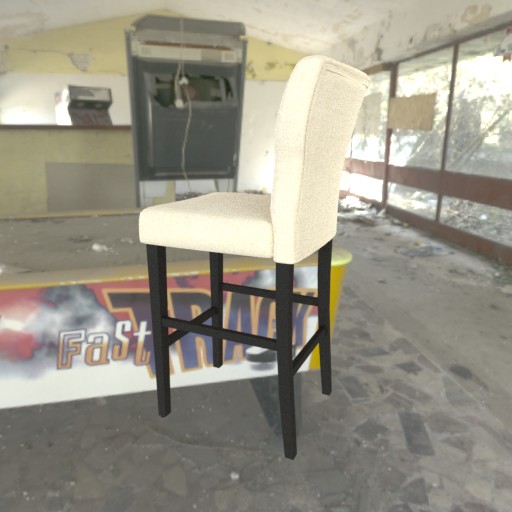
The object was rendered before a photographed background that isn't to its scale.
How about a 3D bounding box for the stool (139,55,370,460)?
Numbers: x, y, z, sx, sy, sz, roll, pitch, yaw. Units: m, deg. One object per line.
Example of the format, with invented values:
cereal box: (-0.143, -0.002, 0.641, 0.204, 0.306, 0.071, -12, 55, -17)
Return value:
stool: (0.000, 0.000, 1.453, 0.603, 1.124, 0.516, 7, 17, 24)
